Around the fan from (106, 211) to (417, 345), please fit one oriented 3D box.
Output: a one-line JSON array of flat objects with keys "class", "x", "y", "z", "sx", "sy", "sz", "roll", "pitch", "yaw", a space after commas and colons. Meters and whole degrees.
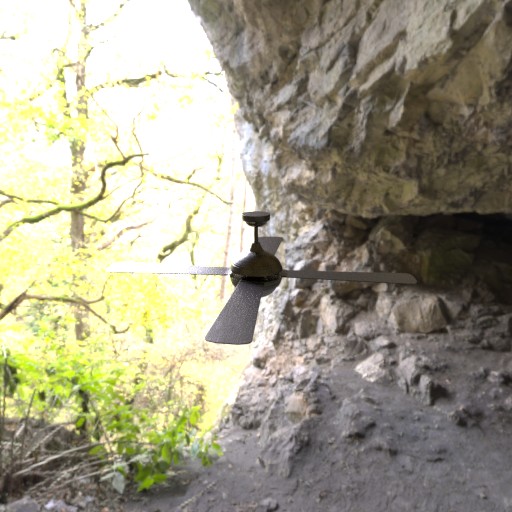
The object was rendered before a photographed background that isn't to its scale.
[{"class": "fan", "x": 0.000, "y": 0.000, "z": 1.971, "sx": 1.321, "sy": 0.381, "sz": 1.321, "roll": 8, "pitch": 18, "yaw": 27}]
